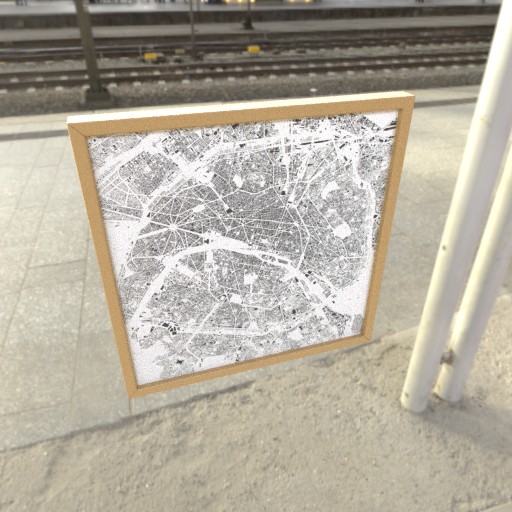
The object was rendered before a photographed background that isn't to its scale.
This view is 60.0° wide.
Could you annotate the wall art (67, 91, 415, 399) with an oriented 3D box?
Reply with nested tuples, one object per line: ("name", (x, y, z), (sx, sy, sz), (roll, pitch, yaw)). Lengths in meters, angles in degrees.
("wall art", (0.000, 0.000, 0.769), (0.509, 0.509, 0.036), (-10, 33, -15))
